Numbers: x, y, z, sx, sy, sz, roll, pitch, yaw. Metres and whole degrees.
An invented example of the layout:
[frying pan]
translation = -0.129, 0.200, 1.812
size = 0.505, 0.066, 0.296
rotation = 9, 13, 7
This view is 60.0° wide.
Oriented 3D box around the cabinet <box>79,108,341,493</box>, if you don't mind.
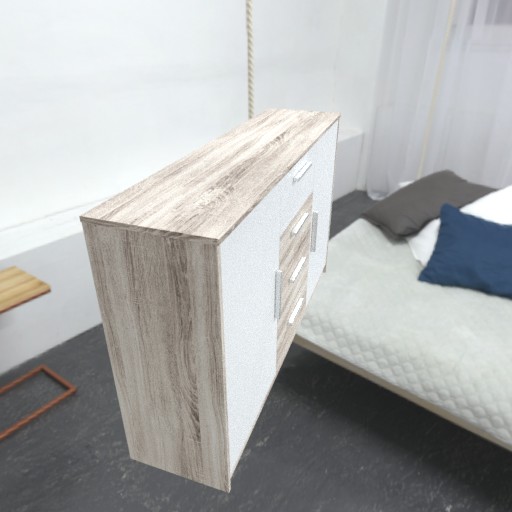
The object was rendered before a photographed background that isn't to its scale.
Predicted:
[cabinet]
translation = 0.000, 0.000, 1.824
size = 0.380, 0.900, 1.450
rotation = 10, 30, 17
